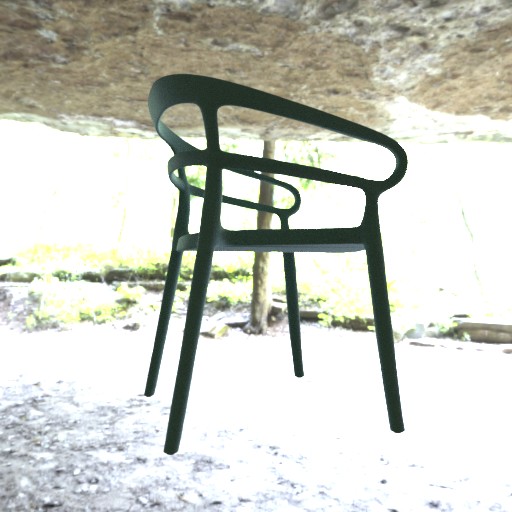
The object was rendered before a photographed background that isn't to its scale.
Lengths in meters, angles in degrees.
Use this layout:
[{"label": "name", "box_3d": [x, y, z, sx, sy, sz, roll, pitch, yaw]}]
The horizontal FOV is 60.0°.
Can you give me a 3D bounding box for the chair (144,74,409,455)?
[{"label": "chair", "box_3d": [0.000, 0.000, 1.111, 0.527, 0.761, 0.559, 0, -1, -19]}]
